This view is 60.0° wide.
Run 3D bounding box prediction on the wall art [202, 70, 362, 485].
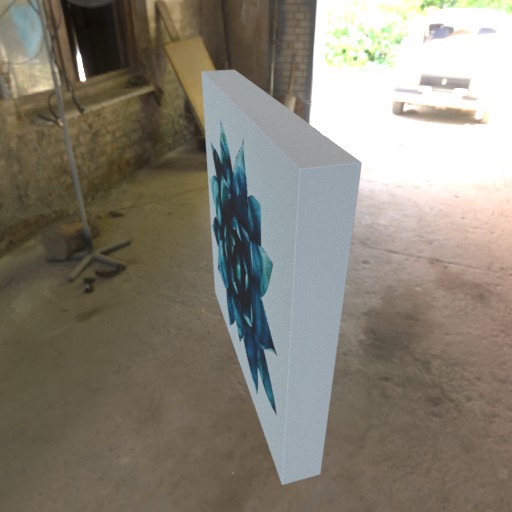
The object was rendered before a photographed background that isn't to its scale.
[{"bbox_3d":[0.000,0.000,0.452,0.038,0.305,0.305,-9,33,-14],"label":"wall art"}]
